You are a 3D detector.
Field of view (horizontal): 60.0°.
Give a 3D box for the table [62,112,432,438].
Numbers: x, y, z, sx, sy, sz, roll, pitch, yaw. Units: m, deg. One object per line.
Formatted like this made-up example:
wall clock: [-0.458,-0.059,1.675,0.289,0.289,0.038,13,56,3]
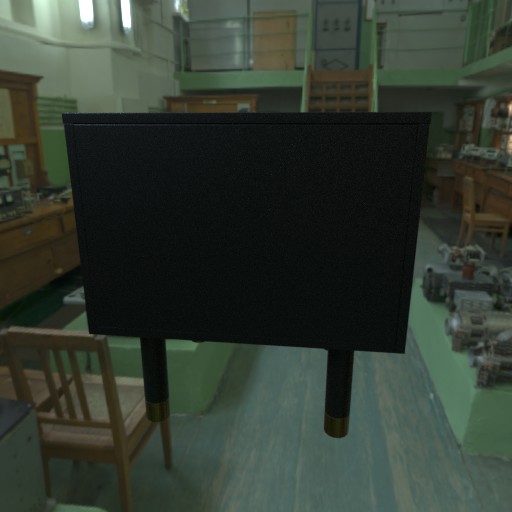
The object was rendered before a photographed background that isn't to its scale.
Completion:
table: [0.000,0.000,0.961,0.564,0.584,0.441,2,17,7]
